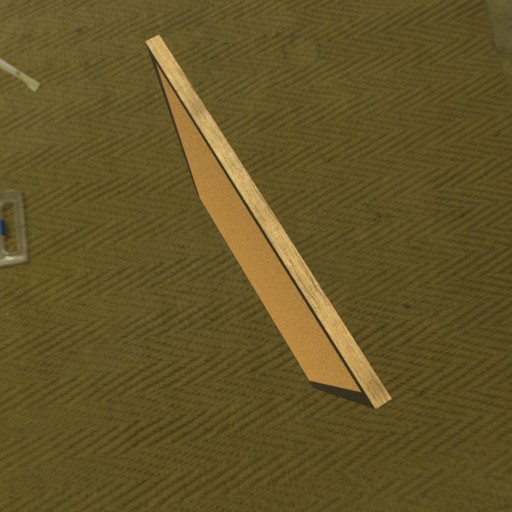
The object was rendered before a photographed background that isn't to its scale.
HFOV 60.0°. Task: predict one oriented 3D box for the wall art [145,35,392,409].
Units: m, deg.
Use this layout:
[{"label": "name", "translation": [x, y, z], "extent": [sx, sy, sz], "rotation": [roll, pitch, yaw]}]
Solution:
[{"label": "wall art", "translation": [0.000, 0.000, 1.022], "extent": [0.029, 0.691, 0.695], "rotation": [-30, 78, -7]}]
